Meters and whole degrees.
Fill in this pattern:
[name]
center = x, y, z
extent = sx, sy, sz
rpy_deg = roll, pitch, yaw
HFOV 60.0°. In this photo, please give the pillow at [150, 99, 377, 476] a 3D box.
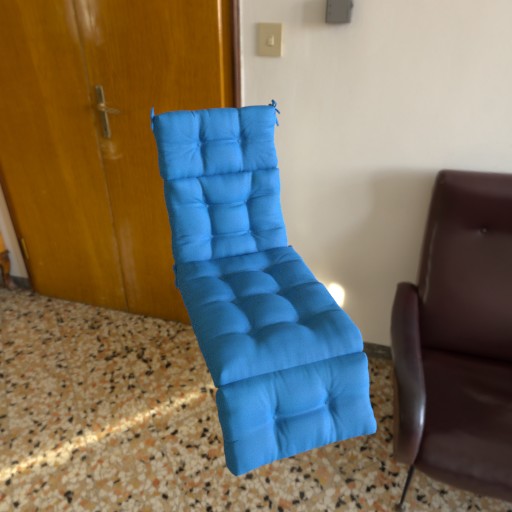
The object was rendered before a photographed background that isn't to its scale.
[pillow]
center = 0.000, 0.000, 1.531
extent = 0.526, 0.863, 1.016
rpy_deg = -10, 31, -16
